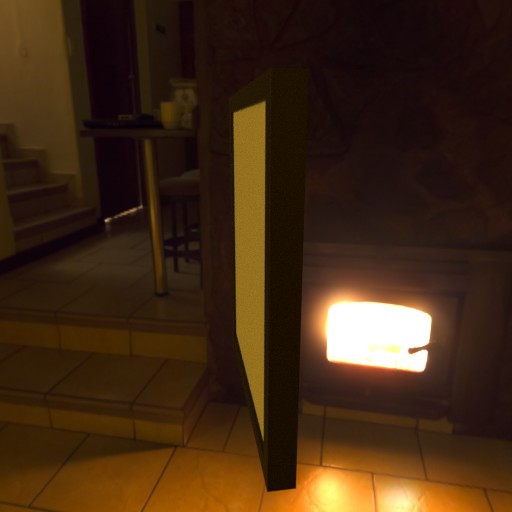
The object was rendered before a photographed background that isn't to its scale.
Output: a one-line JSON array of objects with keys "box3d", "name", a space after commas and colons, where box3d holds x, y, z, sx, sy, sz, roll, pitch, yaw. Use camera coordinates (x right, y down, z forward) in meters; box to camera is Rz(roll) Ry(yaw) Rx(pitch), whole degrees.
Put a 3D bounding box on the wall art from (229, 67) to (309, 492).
[{"box3d": [0.000, 0.000, 0.536, 0.029, 0.381, 0.330, -2, 16, -8], "name": "wall art"}]
